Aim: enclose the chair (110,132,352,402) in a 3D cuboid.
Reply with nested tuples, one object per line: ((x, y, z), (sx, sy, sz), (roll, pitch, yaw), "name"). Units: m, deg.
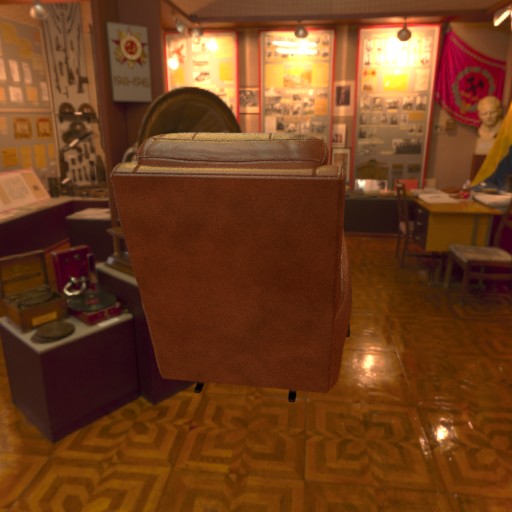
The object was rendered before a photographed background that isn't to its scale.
((0.000, 0.000, 1.856), (0.821, 1.016, 1.072), (3, 17, 9), "chair")
